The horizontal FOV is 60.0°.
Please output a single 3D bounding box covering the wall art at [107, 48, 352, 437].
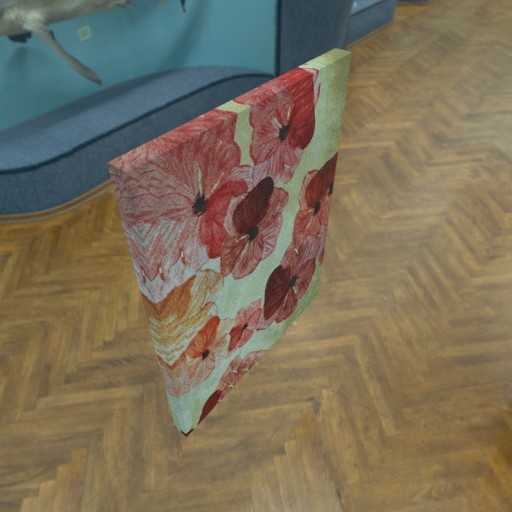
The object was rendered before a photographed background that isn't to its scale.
[{"bbox_3d":[0.000,0.000,0.688,0.028,0.508,0.406,28,49,27],"label":"wall art"}]
